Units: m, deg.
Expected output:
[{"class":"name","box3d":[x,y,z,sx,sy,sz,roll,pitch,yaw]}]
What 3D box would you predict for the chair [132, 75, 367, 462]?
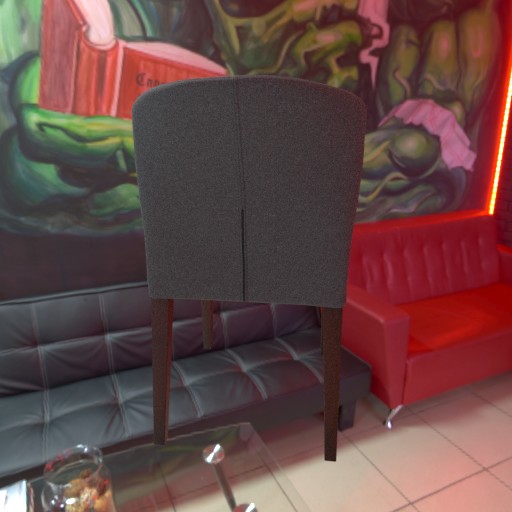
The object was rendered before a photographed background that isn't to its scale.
[{"class":"chair","box3d":[0.000,0.000,1.173,0.491,0.839,0.592,2,17,7]}]
